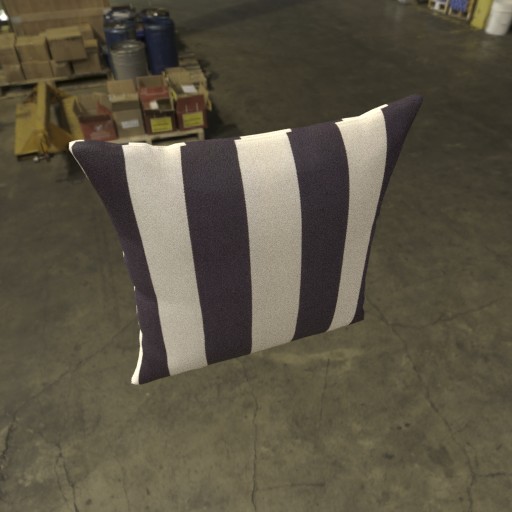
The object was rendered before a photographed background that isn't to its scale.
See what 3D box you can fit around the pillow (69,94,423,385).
[{"bbox_3d":[0.000,0.000,0.793,0.536,0.526,0.189,-13,43,-15],"label":"pillow"}]
